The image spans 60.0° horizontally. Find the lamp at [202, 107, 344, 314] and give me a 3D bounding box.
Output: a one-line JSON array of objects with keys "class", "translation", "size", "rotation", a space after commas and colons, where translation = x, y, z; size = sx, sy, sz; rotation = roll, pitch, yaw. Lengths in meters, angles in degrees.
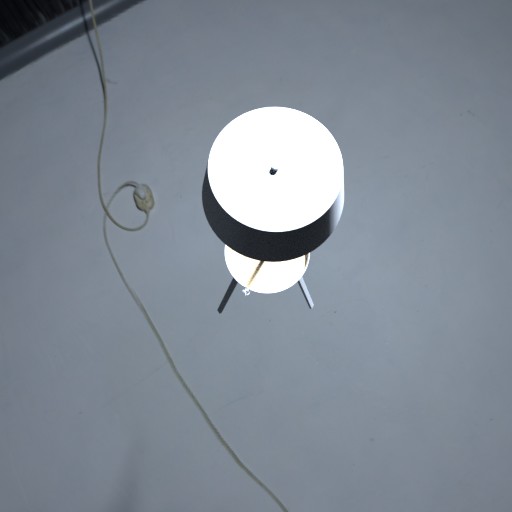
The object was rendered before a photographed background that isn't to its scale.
[{"class": "lamp", "translation": [0.000, 0.000, 1.663], "size": [0.468, 1.429, 0.508], "rotation": [-33, 78, -8]}]
